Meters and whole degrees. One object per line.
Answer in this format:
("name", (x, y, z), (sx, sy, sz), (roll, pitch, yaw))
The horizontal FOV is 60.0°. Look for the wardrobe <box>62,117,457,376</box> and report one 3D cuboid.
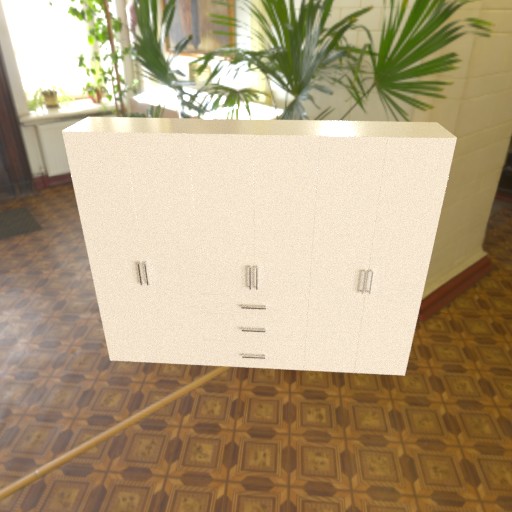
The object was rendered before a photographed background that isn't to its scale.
("wardrobe", (0.000, 0.000, 4.125), (3.000, 2.360, 0.580), (2, 29, 4))
